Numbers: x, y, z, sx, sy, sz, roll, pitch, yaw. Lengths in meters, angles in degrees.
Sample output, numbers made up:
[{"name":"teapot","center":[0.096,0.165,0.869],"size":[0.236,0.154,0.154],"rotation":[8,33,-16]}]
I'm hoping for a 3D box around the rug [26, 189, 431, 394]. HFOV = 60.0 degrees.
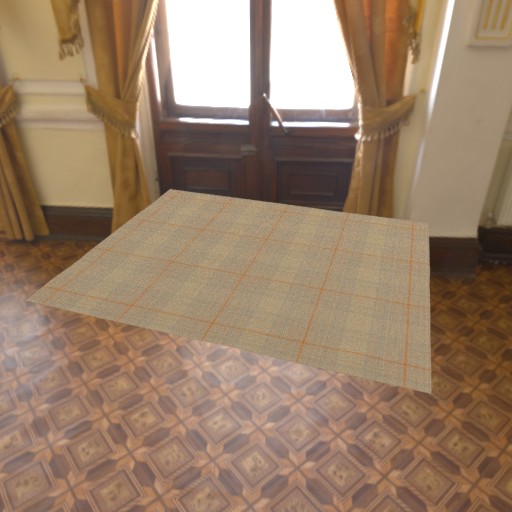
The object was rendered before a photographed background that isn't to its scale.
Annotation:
[{"name":"rug","center":[0.000,0.000,4.100],"size":[3.051,0.021,2.448],"rotation":[10,32,16]}]
